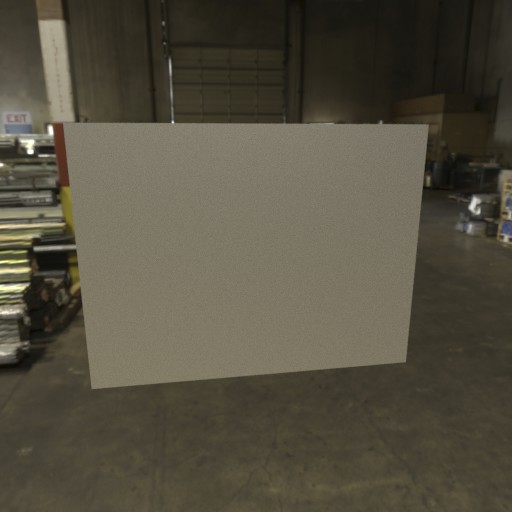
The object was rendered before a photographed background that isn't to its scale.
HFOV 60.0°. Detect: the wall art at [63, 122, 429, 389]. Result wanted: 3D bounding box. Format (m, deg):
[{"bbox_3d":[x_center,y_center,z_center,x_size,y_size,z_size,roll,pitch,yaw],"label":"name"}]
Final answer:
[{"bbox_3d":[0.000,0.000,1.403,1.056,0.801,0.066,-2,15,-9],"label":"wall art"}]
